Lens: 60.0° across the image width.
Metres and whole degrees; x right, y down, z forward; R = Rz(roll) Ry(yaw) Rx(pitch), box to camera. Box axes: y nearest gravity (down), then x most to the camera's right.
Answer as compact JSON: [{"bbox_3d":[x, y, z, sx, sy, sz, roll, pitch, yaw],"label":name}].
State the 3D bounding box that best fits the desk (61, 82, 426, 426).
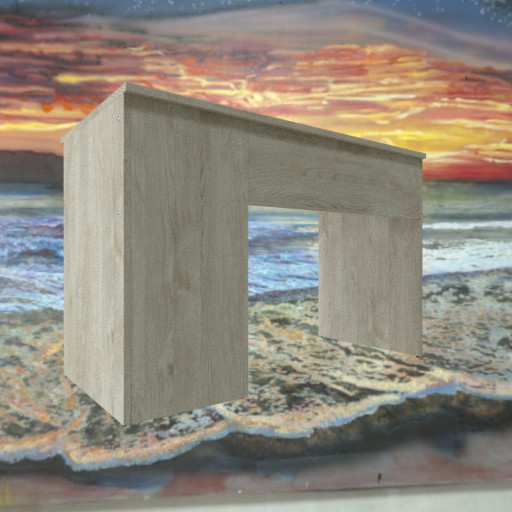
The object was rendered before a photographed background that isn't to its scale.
[{"bbox_3d":[0.000,0.000,1.477,1.096,0.730,0.560,0,0,-37],"label":"desk"}]
